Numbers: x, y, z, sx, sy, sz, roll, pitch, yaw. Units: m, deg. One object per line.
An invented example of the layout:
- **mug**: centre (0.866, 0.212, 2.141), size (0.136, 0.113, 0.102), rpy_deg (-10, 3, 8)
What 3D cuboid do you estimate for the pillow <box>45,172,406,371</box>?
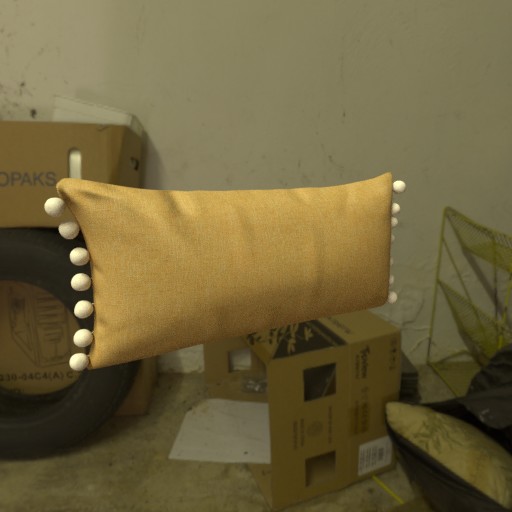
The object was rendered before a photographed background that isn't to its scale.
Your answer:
- **pillow**: centre (0.000, 0.000, 0.848), size (0.709, 0.322, 0.201), rpy_deg (-7, 17, -25)
